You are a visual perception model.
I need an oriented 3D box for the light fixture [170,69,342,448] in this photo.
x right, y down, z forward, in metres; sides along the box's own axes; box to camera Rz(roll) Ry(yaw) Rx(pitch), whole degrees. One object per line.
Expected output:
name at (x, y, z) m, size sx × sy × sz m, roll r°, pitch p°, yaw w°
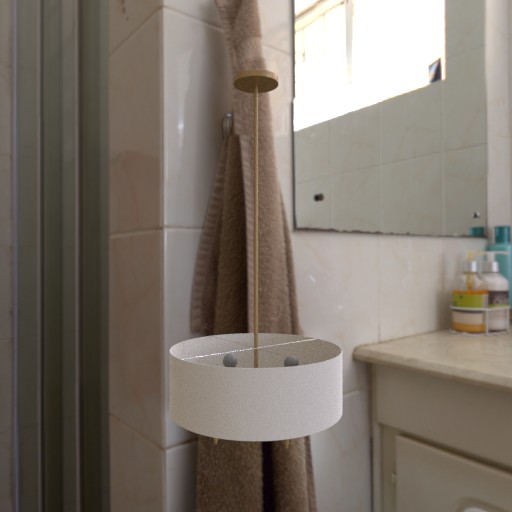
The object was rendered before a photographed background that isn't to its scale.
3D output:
light fixture at (0.000, 0.000, 1.329) m, size 0.508 × 1.067 × 0.508 m, roll 0°, pitch 0°, yaw 0°
